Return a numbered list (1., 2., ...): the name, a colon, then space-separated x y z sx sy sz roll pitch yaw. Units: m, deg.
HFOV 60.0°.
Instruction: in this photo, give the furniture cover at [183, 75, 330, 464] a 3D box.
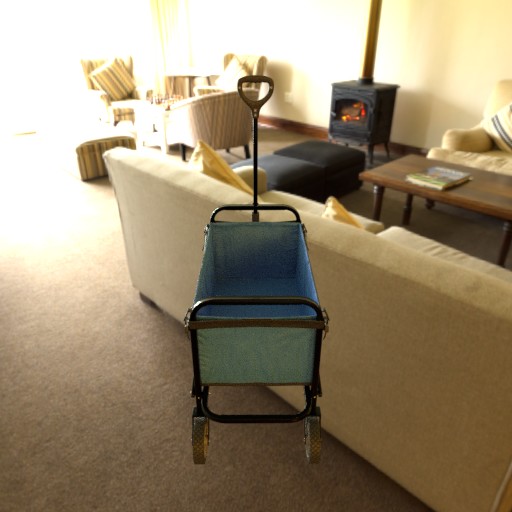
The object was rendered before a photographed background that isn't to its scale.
1. furniture cover: 0.000 0.000 1.809 0.532 1.295 1.038 0 28 0
